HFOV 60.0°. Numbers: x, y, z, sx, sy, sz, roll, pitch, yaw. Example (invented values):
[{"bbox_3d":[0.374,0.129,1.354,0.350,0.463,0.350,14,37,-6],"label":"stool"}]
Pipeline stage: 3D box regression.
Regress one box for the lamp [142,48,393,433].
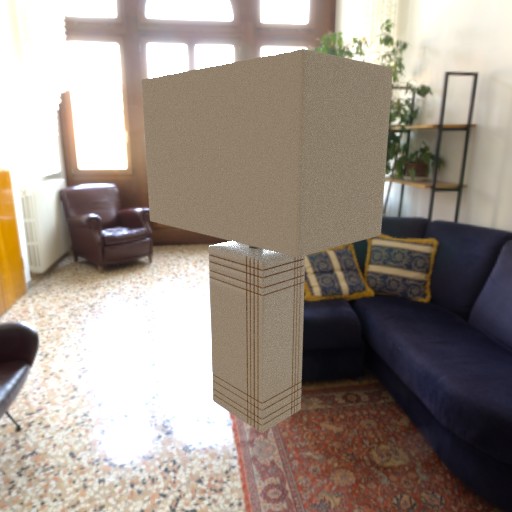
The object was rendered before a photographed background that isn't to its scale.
[{"bbox_3d":[0.000,0.000,0.707,0.182,0.543,0.334,-13,20,-42],"label":"lamp"}]
